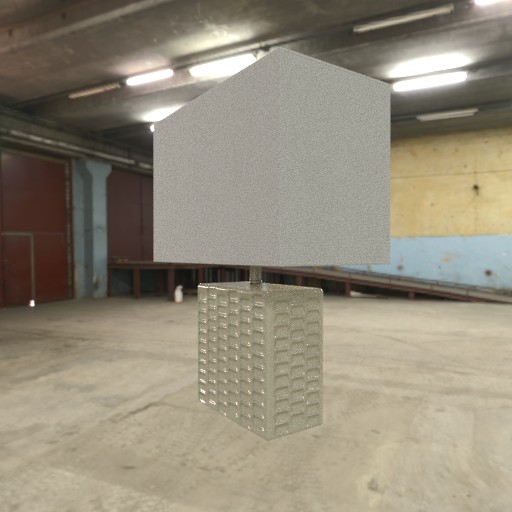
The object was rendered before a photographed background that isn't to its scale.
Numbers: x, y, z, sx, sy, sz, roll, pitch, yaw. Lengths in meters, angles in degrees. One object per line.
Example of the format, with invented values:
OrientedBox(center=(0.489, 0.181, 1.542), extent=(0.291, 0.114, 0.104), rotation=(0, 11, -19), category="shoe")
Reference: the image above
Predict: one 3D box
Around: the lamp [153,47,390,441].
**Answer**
OrientedBox(center=(0.000, 0.000, 0.727), extent=(0.200, 0.515, 0.380), rotation=(0, 0, -35), category="lamp")
